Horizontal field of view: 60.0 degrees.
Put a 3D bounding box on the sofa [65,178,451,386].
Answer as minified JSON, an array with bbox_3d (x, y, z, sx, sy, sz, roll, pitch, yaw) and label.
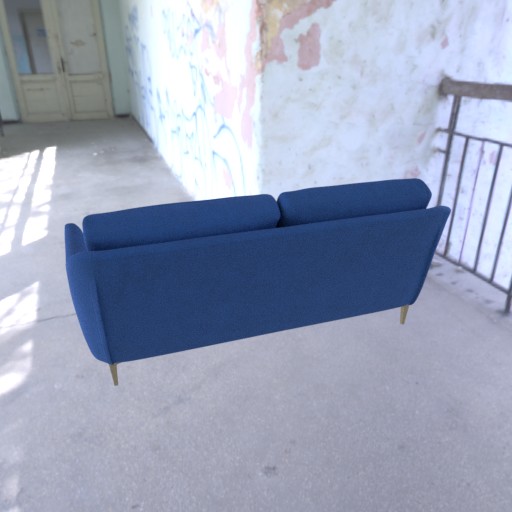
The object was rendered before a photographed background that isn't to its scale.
[{"bbox_3d":[0.000,0.000,2.530,2.036,0.903,0.960,-8,27,-16],"label":"sofa"}]
